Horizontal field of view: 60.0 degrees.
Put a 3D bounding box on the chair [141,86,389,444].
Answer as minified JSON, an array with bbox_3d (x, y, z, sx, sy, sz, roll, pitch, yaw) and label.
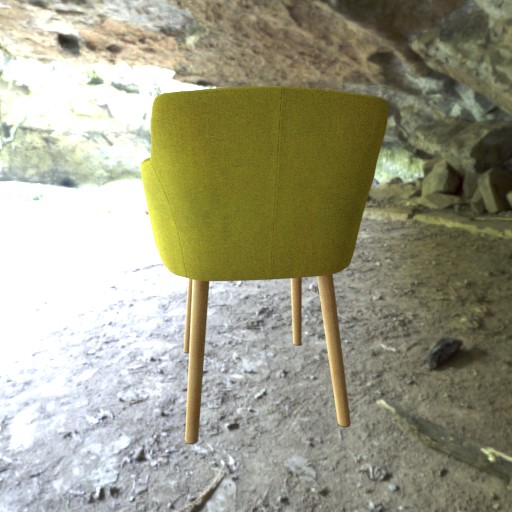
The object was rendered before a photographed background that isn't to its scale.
[{"bbox_3d":[0.000,0.000,1.164,0.570,0.780,0.570,-2,14,-9],"label":"chair"}]
